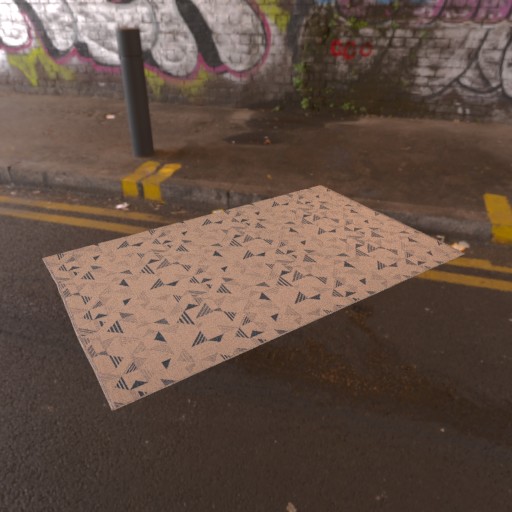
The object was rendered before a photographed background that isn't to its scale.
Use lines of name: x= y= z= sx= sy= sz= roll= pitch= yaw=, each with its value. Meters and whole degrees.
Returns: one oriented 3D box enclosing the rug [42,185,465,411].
rug: x=0.000 y=0.000 z=3.014 sx=2.457 sy=0.009 sz=1.512 roll=-18 pitch=35 yaw=-28
